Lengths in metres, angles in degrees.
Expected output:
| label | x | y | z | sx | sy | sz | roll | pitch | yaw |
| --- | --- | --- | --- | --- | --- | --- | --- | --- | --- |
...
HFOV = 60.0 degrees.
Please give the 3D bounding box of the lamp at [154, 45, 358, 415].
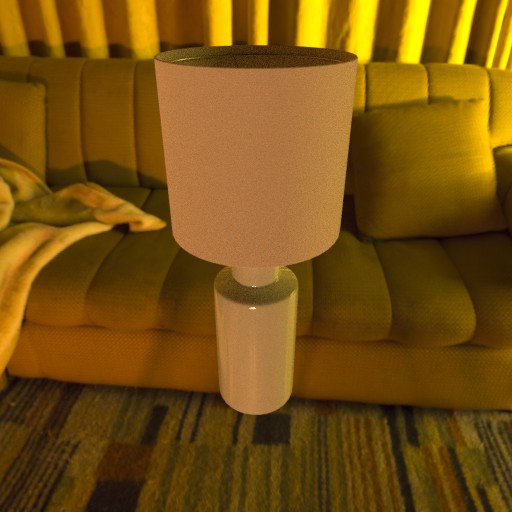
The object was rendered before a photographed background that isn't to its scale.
| label | x | y | z | sx | sy | sz | roll | pitch | yaw |
| --- | --- | --- | --- | --- | --- | --- | --- | --- | --- |
| lamp | 0.000 | 0.000 | 0.592 | 0.212 | 0.493 | 0.212 | -8 | 31 | -14 |
